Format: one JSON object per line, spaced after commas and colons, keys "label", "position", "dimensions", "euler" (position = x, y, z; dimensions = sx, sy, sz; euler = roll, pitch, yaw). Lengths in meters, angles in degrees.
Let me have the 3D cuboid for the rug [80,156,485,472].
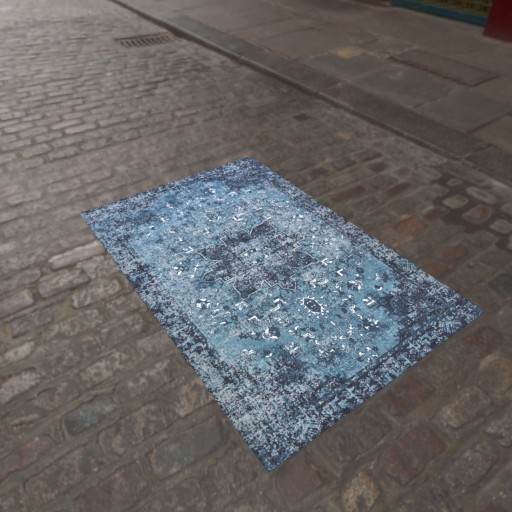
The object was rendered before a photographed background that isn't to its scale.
{"label": "rug", "position": [0.000, 0.000, 2.284], "dimensions": [1.219, 0.005, 1.828], "euler": [-25, 46, -27]}
